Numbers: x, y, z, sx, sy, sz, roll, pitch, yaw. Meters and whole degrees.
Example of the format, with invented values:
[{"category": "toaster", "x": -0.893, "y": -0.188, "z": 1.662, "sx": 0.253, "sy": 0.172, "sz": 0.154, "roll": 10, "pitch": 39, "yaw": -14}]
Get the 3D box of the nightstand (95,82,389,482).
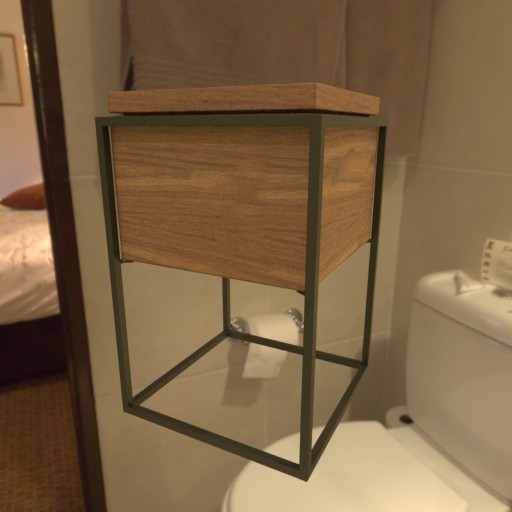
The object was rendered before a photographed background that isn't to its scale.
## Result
[{"category": "nightstand", "x": 0.000, "y": 0.000, "z": 0.888, "sx": 0.397, "sy": 0.607, "sz": 0.397, "roll": 8, "pitch": 18, "yaw": 27}]
